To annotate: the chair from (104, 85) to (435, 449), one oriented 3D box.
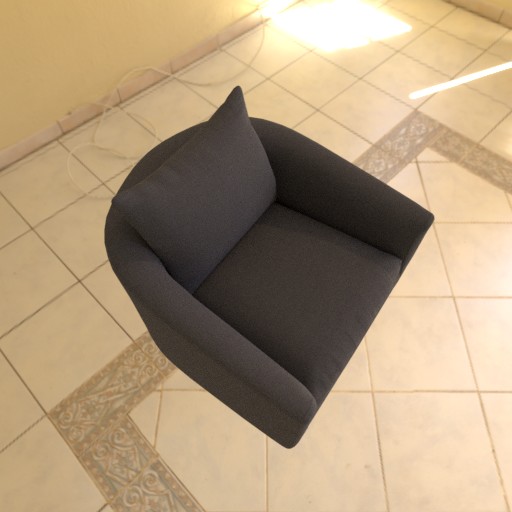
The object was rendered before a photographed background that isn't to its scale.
[{"bbox_3d":[0.000,0.000,1.572,0.910,0.848,0.845,31,63,18],"label":"chair"}]
